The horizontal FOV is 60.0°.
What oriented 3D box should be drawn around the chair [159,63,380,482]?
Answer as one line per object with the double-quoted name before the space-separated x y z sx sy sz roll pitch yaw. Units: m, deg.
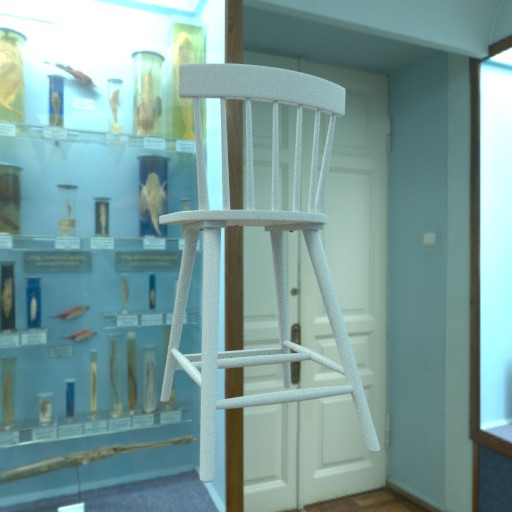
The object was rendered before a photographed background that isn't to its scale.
"chair" 0.000 0.000 1.265 0.483 0.952 0.572 0 0 -20
